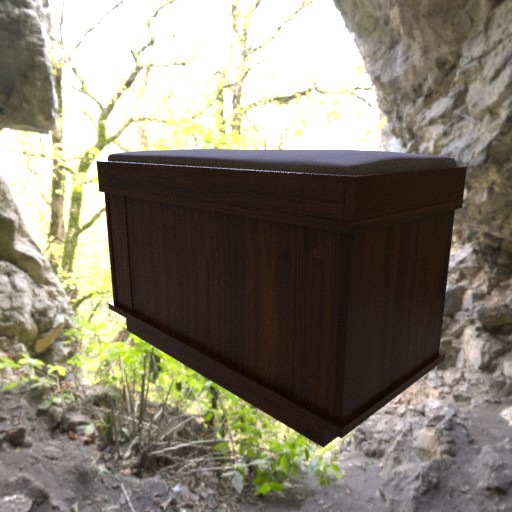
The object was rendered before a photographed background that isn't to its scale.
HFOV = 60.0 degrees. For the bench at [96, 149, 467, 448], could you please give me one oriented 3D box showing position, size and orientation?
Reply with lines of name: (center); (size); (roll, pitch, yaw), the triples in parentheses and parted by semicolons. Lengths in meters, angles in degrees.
bench: (0.000, 0.000, 0.983); (0.362, 0.461, 0.734); (-13, 19, -42)
